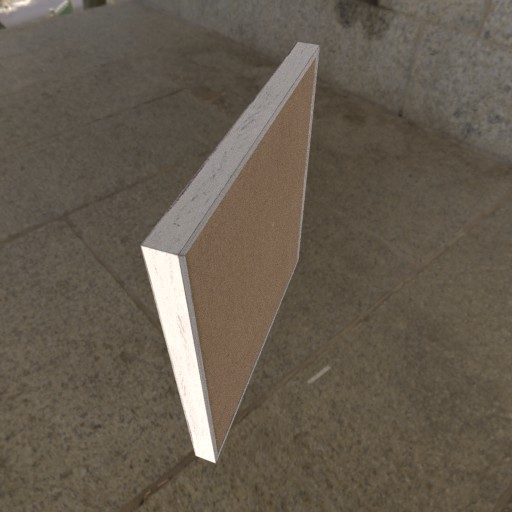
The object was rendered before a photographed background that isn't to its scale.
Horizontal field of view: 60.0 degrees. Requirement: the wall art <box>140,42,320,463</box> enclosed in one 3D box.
[{"bbox_3d":[0.000,0.000,0.743,0.038,0.508,0.508,15,48,14],"label":"wall art"}]
